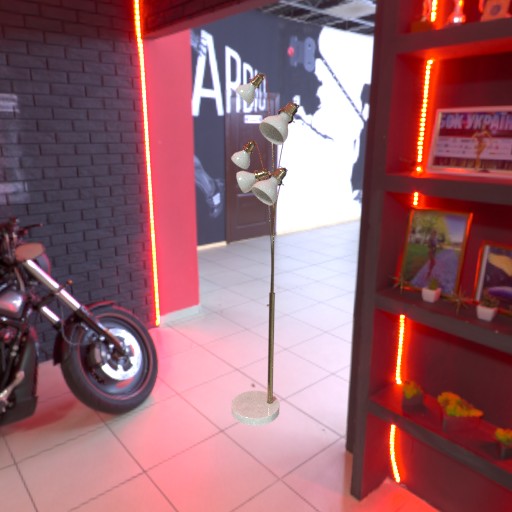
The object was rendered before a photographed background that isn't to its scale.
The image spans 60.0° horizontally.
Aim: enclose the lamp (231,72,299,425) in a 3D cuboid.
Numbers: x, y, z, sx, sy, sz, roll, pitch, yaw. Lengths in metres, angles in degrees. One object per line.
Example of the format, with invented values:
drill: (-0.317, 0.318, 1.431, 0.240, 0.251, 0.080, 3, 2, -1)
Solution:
lamp: (0.000, 0.000, 2.978, 0.361, 2.423, 1.405, -2, 15, -8)
